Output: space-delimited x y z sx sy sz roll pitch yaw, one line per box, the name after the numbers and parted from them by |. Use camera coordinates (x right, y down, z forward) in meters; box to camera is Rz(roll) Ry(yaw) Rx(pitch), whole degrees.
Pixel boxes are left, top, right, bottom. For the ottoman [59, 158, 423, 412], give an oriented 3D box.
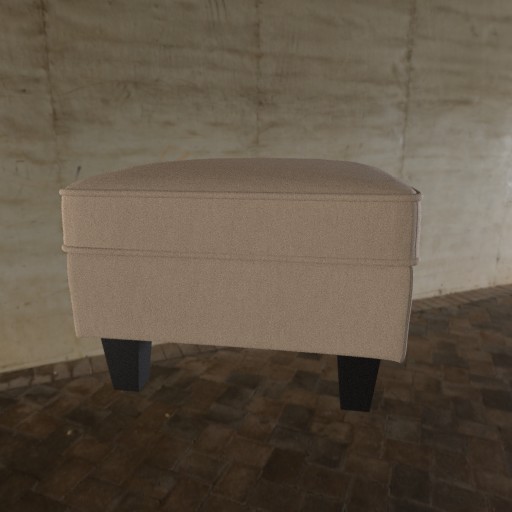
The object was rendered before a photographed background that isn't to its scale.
0.000 0.000 1.020 0.616 0.438 0.613 2 14 9 | ottoman
